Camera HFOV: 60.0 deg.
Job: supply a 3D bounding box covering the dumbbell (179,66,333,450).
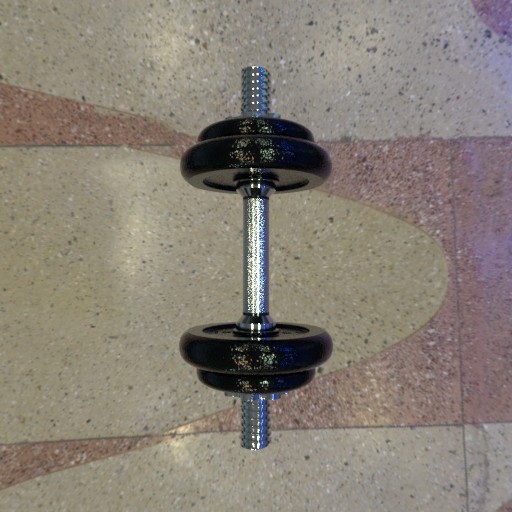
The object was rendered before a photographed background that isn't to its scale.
[{"bbox_3d":[0.000,0.000,0.592,0.202,0.202,0.497,0,88,2],"label":"dumbbell"}]
